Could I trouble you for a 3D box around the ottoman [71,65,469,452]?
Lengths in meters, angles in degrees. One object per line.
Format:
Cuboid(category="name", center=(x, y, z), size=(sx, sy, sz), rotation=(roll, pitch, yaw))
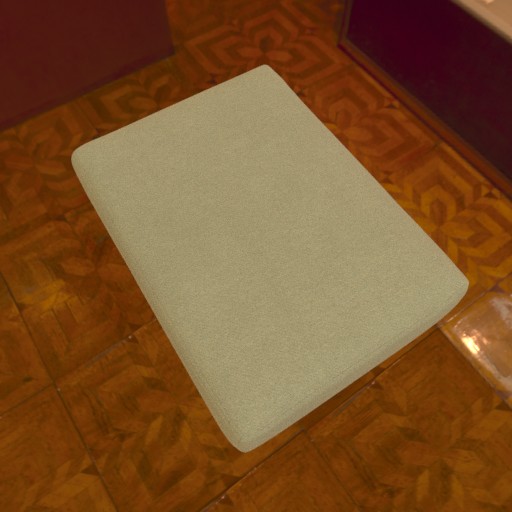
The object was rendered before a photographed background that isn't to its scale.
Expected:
Cuboid(category="ottoman", center=(0.000, 0.000, 1.125), size=(0.569, 0.499, 0.773), rotation=(-30, 67, -14))
